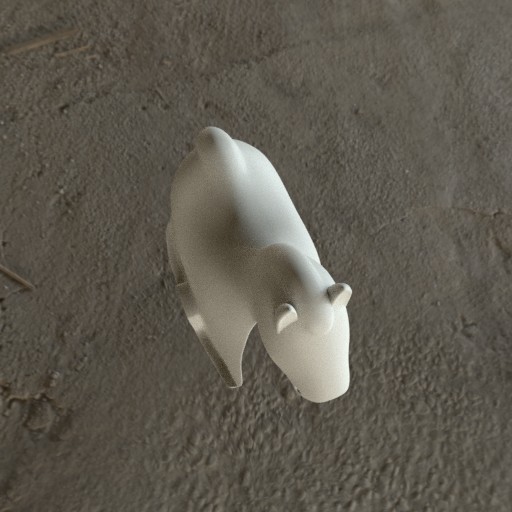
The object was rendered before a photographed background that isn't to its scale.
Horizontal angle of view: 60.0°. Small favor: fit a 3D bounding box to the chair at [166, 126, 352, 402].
[{"bbox_3d":[0.000,0.000,1.122,0.429,0.612,0.800,-20,63,-10],"label":"chair"}]
